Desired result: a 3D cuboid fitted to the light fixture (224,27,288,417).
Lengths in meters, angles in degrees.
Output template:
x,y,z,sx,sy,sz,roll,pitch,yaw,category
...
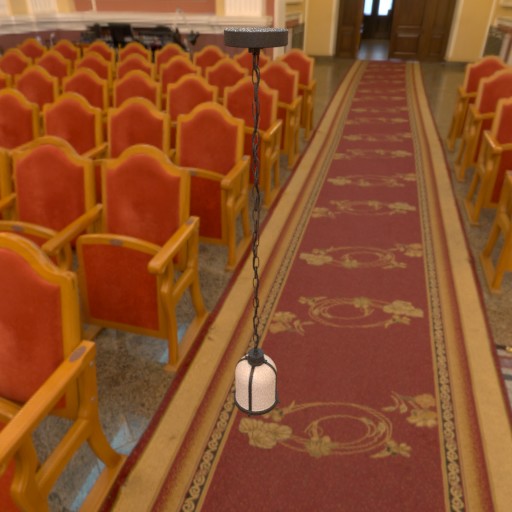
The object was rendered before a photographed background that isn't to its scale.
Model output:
x,y,z,sx,sy,sz,roll,pitch,yaw,category
0.000,0.000,1.296,0.178,1.181,0.178,8,31,14,light fixture
